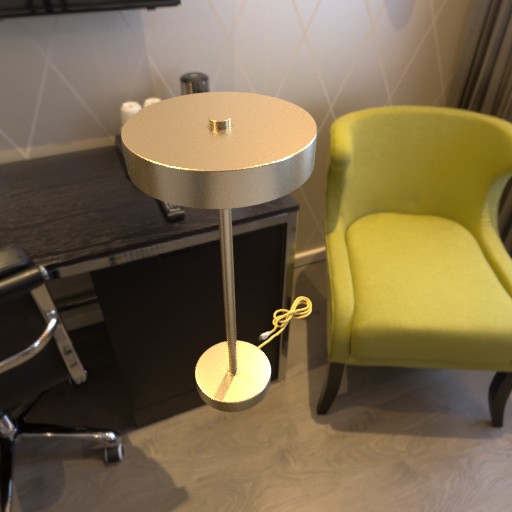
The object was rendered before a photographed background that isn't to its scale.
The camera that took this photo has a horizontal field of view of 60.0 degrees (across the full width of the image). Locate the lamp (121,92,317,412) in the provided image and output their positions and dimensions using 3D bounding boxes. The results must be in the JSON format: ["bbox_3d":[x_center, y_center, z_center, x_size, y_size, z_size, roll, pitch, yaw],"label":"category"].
[{"bbox_3d":[0.000,0.000,0.721,0.229,0.508,0.369,25,45,28],"label":"lamp"}]
